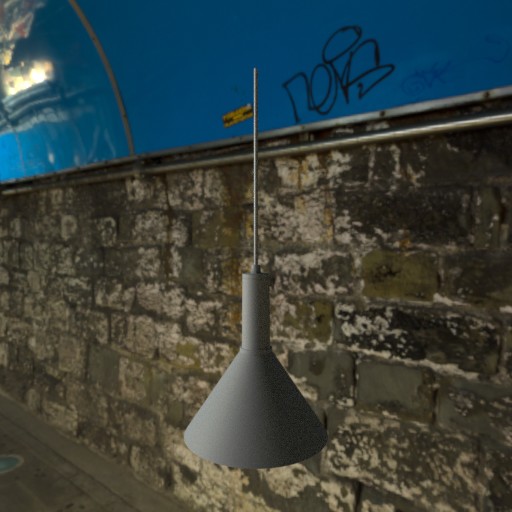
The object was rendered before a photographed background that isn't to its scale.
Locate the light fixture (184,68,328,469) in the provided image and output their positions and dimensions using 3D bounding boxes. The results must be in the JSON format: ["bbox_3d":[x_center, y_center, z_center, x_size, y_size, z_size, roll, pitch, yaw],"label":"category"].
[{"bbox_3d":[0.000,0.000,0.820,0.267,0.683,0.267,-1,2,-35],"label":"light fixture"}]
